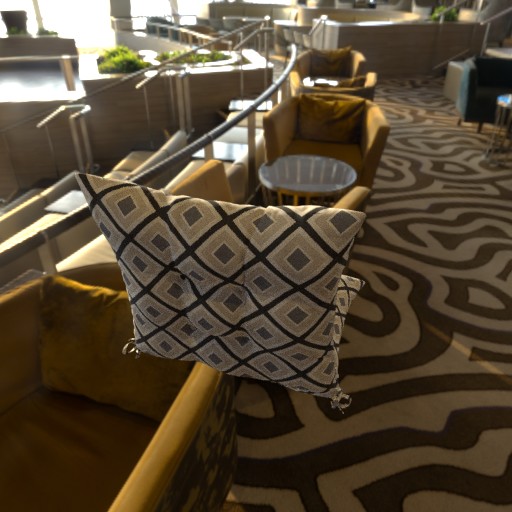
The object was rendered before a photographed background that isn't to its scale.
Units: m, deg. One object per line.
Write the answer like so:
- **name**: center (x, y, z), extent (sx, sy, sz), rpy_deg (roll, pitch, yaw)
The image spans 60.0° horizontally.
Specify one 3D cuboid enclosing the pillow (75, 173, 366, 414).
- **pillow**: center (0.000, 0.000, 1.047), extent (0.541, 0.536, 0.585), rpy_deg (10, 33, 15)
